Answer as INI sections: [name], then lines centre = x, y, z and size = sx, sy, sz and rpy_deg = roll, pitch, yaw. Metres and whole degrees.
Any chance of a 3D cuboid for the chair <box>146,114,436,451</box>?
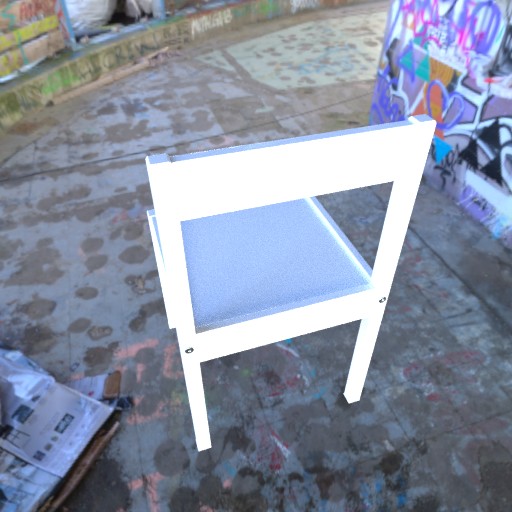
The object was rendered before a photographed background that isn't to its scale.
[chair]
centre = 0.000, 0.000, 0.669
size = 0.285, 0.505, 0.285
rpy_deg = -12, 42, -14
